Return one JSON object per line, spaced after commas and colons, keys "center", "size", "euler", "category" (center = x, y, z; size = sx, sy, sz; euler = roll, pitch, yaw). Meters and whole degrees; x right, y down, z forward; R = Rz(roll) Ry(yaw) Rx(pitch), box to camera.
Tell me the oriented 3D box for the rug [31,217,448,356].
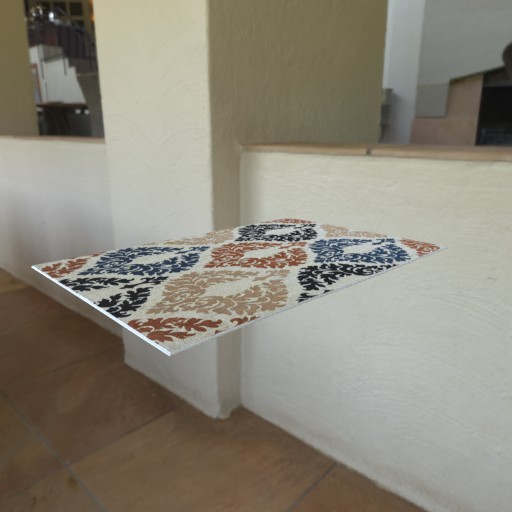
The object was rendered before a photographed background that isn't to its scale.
{"center": [0.000, 0.000, 2.876], "size": [2.275, 0.014, 1.514], "euler": [-14, 21, -41], "category": "rug"}
